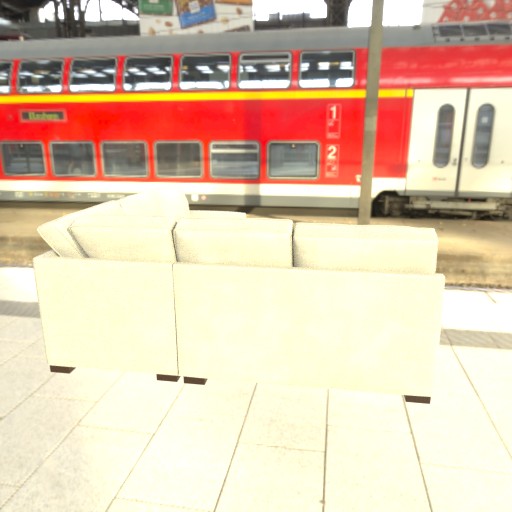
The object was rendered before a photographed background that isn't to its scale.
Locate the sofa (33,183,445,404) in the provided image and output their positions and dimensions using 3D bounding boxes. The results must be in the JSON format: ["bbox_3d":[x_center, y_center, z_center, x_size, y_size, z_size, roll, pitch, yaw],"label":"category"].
[{"bbox_3d":[0.000,0.000,3.377,2.188,0.936,2.211,2,15,8],"label":"sofa"}]
